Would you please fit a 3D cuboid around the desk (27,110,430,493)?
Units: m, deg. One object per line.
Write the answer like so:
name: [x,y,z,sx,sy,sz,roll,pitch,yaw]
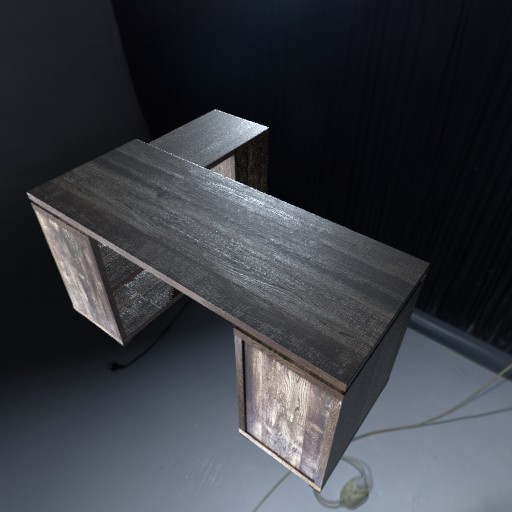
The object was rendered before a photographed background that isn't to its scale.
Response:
desk: [0.000,0.000,2.137,1.524,0.753,1.200,27,48,27]
